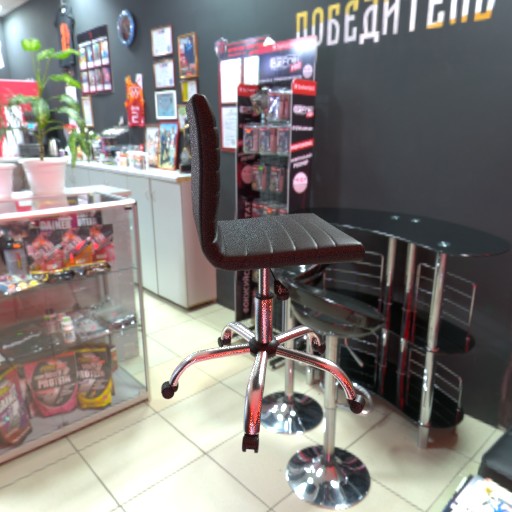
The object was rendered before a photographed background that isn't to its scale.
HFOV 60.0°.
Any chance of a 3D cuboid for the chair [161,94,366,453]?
[{"bbox_3d":[0.000,0.000,1.161,0.530,0.780,0.556,-3,17,-10],"label":"chair"}]
